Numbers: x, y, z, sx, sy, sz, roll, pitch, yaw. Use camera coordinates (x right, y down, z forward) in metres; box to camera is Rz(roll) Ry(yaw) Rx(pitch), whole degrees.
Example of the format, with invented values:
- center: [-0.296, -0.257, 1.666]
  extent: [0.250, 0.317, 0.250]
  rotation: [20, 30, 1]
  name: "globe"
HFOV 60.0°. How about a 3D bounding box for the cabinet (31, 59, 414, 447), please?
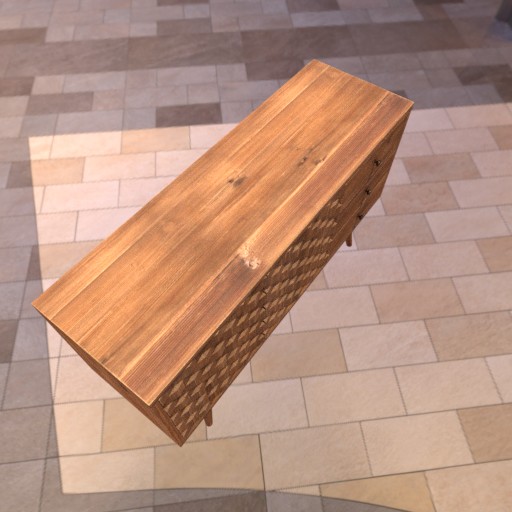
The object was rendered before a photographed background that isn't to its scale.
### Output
- center: [0.000, 0.000, 1.763]
  extent: [0.472, 0.800, 1.400]
  rotation: [33, 63, 19]
  name: "cabinet"
